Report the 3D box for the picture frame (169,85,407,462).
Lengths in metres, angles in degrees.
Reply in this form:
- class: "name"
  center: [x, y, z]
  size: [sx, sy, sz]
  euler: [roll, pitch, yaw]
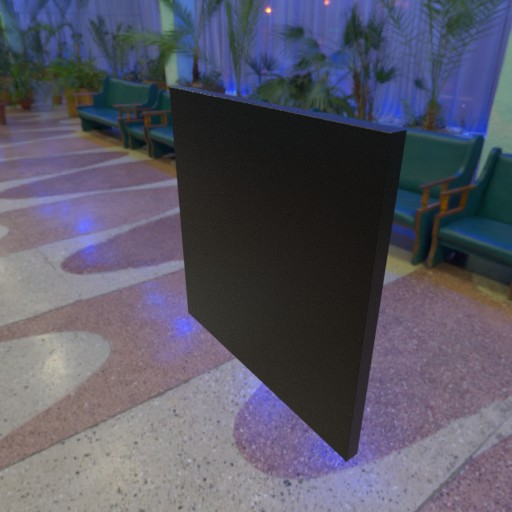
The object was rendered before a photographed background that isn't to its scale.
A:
- class: "picture frame"
  center: [0.000, 0.000, 0.841]
  size: [0.029, 0.557, 0.559]
  euler: [-19, 33, -32]
